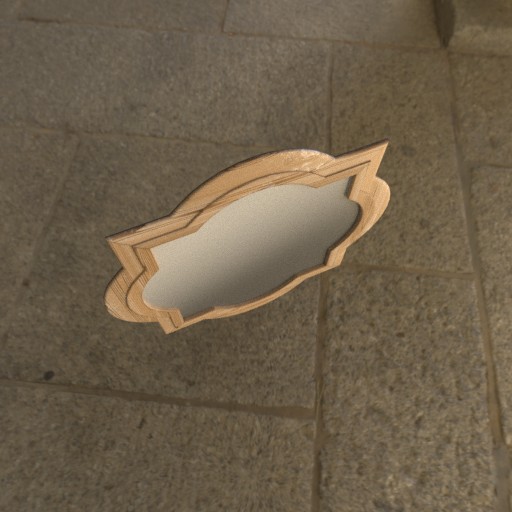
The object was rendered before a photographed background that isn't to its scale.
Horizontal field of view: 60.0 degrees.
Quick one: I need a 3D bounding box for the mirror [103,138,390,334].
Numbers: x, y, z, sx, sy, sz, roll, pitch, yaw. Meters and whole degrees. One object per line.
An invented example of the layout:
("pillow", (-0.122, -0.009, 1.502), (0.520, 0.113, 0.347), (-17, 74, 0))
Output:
("mirror", (0.000, 0.000, 1.032), (0.686, 0.686, 0.019), (-21, 65, -10))
